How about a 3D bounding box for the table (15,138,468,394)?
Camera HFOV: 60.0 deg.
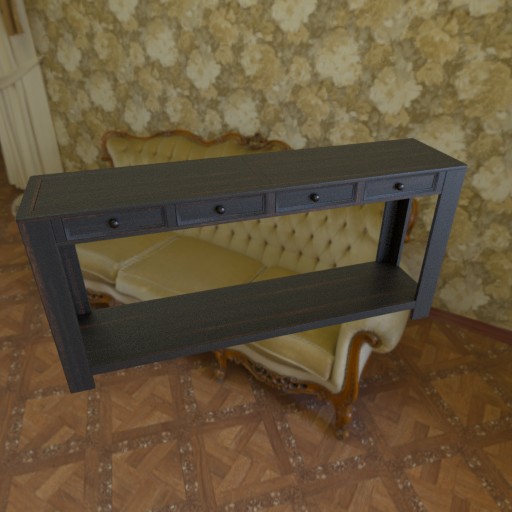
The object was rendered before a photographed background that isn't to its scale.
[{"bbox_3d":[0.000,0.000,1.884,1.631,0.762,0.384,-9,33,-14],"label":"table"}]
